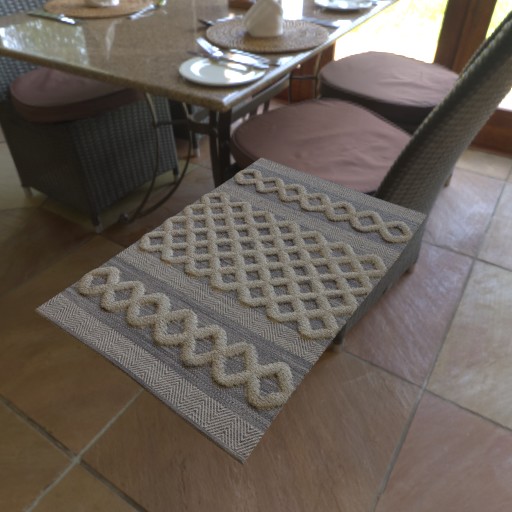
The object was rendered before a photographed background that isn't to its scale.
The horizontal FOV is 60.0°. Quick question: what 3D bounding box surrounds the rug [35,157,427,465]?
[{"bbox_3d":[0.000,0.000,2.341,1.222,0.030,1.823,25,46,26],"label":"rug"}]
